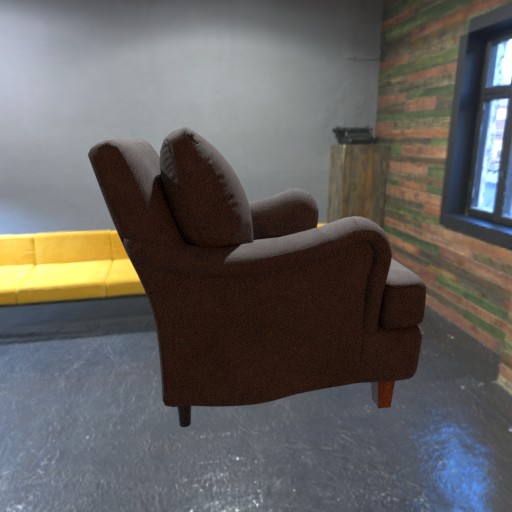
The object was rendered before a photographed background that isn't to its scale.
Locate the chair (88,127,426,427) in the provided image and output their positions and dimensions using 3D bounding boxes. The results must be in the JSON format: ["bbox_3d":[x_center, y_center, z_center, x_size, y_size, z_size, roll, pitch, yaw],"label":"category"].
[{"bbox_3d":[0.000,0.000,1.810,1.070,0.997,0.955,-2,15,-8],"label":"chair"}]
